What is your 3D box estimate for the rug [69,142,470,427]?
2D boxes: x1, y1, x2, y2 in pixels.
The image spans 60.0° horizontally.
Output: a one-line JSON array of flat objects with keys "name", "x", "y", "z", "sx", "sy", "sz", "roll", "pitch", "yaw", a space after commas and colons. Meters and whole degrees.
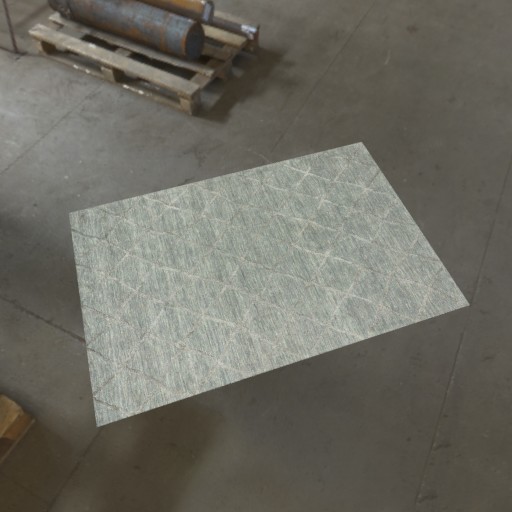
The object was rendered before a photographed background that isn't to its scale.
[{"name": "rug", "x": 0.000, "y": 0.000, "z": 2.941, "sx": 2.283, "sy": 0.006, "sz": 1.521, "roll": -16, "pitch": 58, "yaw": -10}]
